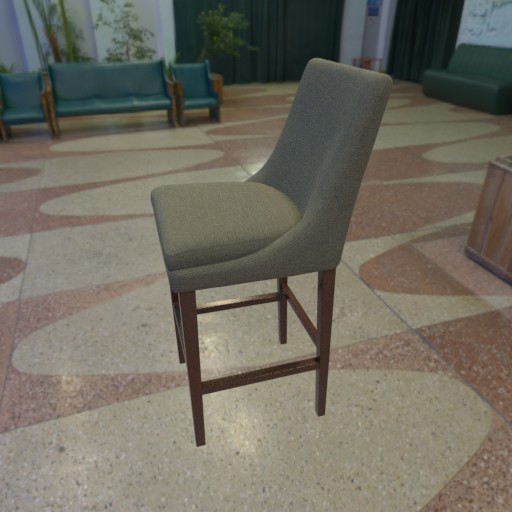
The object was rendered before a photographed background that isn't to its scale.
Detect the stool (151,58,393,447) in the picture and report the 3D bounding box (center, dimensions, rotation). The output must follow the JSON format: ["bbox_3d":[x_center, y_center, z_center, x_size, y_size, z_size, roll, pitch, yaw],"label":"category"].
[{"bbox_3d":[0.000,0.000,1.370,0.577,1.078,0.470,-8,30,-14],"label":"stool"}]
